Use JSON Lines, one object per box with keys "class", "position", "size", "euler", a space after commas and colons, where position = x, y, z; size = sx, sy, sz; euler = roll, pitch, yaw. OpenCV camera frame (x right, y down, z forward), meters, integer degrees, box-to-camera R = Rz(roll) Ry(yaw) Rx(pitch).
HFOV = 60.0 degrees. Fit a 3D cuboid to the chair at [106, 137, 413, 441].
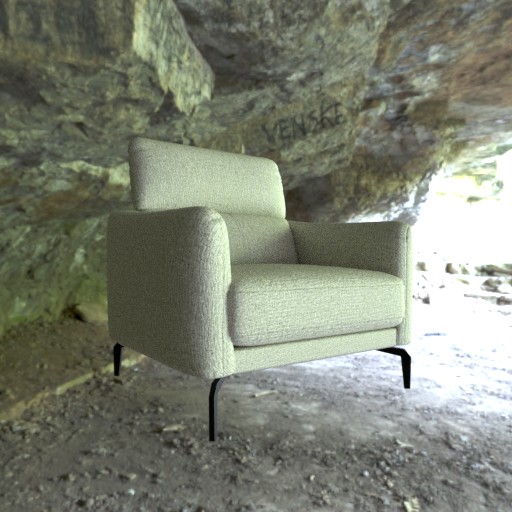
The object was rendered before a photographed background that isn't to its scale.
{"class": "chair", "position": [0.000, 0.000, 1.702], "size": [0.972, 0.967, 0.835], "euler": [0, -1, -35]}
